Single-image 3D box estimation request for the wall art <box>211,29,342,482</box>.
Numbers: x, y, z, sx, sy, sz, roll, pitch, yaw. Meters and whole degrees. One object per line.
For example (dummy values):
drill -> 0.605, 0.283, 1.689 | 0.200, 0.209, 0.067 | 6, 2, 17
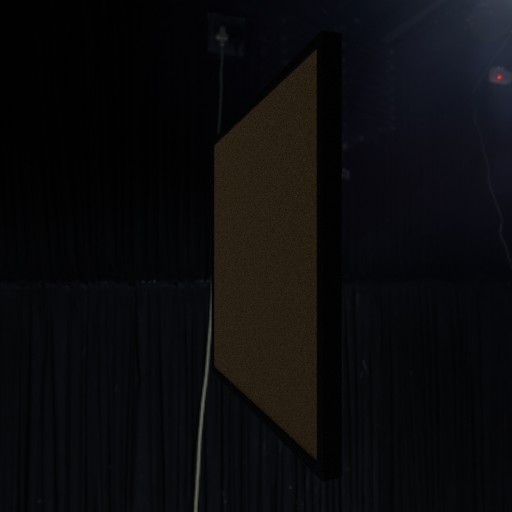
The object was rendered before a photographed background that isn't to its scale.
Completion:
wall art -> 0.000, 0.000, 1.109 | 0.037, 0.761, 0.761 | 0, 0, -20
